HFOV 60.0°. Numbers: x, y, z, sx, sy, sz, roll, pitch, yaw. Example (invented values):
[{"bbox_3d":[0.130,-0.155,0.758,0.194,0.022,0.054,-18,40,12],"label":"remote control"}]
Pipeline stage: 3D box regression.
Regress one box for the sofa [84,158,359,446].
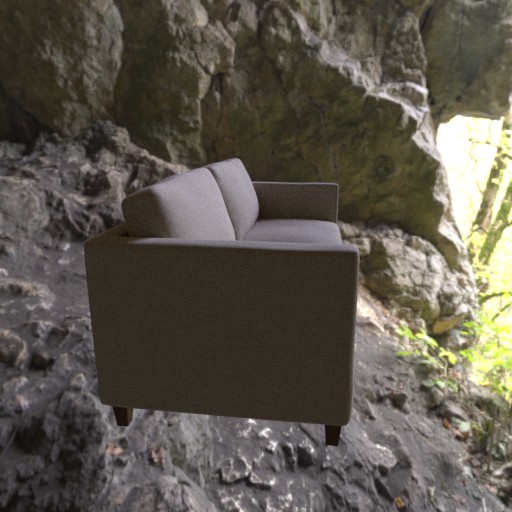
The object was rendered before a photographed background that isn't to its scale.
[{"bbox_3d":[0.000,0.000,2.375,0.951,0.947,1.884,2,16,8],"label":"sofa"}]
